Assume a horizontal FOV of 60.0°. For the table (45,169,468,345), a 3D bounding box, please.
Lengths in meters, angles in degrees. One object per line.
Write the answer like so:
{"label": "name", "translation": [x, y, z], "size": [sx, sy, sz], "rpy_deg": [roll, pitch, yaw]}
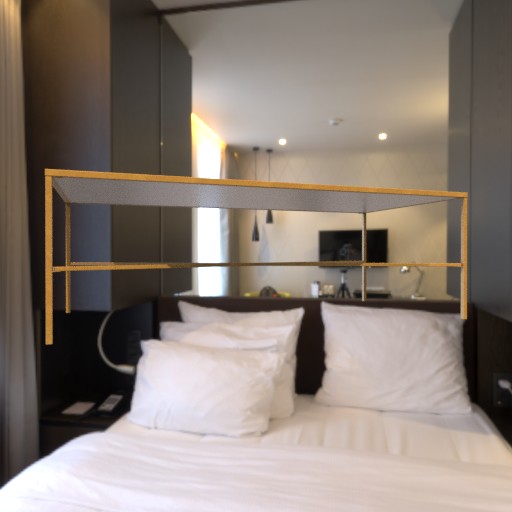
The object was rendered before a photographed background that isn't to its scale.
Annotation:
{"label": "table", "translation": [0.000, 0.000, 1.471], "size": [1.206, 0.398, 0.580], "rpy_deg": [0, 0, -19]}
